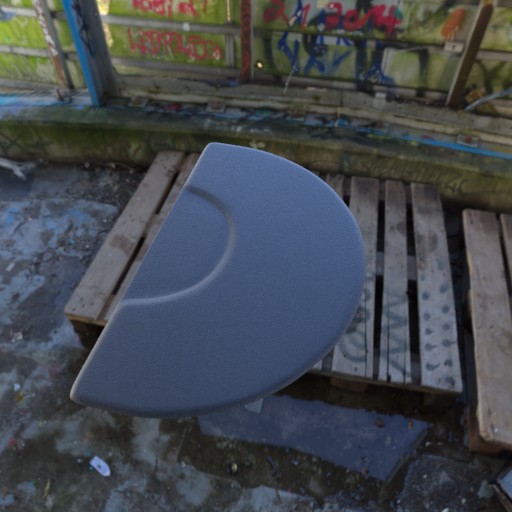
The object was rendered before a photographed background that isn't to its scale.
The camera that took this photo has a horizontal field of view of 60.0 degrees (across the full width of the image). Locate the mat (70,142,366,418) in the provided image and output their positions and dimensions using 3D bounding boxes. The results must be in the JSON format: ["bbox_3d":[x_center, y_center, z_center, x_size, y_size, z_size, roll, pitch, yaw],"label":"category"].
[{"bbox_3d":[0.000,0.000,1.868,0.917,0.016,1.525,10,49,9],"label":"mat"}]
